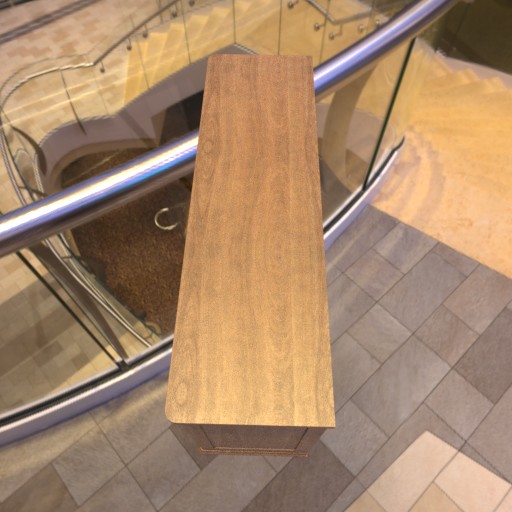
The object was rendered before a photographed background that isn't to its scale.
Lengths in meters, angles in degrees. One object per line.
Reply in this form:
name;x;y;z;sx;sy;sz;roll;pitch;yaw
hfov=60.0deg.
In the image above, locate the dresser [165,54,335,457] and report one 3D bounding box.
dresser;0.000;0.000;1.985;0.468;0.892;1.583;1;60;1
